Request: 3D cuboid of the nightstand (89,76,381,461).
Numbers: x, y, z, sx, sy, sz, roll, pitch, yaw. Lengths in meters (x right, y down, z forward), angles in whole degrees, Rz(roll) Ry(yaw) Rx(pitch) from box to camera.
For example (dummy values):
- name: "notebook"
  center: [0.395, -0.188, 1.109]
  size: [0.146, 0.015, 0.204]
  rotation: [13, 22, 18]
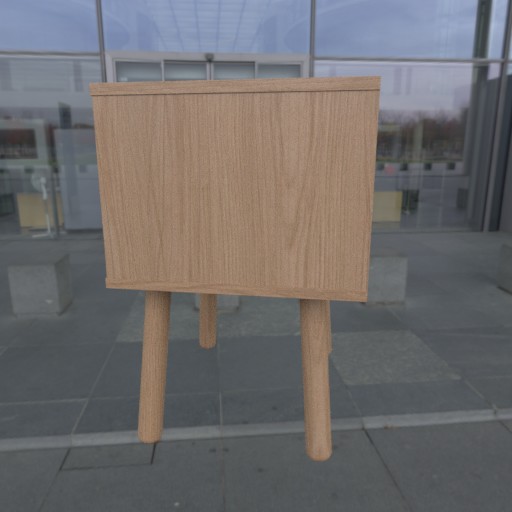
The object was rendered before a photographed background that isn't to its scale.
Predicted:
- name: "nightstand"
  center: [0.000, 0.000, 0.848]
  size: [0.380, 0.571, 0.450]
  rotation: [2, 14, 9]
